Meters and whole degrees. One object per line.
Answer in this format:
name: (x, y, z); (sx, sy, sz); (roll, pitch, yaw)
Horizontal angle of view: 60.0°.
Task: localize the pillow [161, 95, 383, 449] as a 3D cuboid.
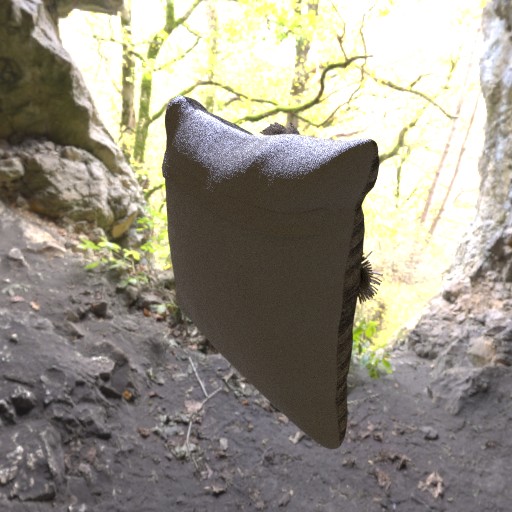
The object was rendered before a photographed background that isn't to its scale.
pillow: (0.000, 0.000, 0.771); (0.234, 0.490, 0.484); (-18, 32, -31)
